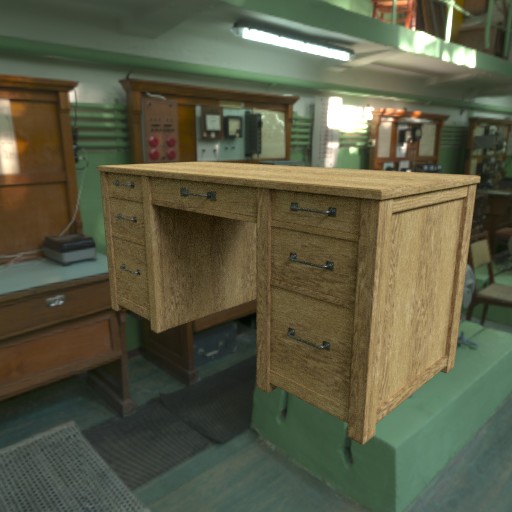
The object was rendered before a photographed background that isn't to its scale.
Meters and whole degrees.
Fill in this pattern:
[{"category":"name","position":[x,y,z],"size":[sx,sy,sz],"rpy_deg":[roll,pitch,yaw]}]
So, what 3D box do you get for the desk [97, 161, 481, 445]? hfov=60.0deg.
[{"category":"desk","position":[0.000,0.000,1.967],"size":[0.685,0.751,1.567],"rpy_deg":[-14,20,-43]}]
